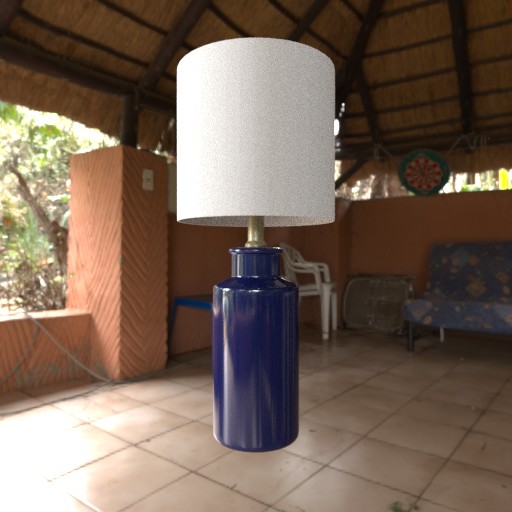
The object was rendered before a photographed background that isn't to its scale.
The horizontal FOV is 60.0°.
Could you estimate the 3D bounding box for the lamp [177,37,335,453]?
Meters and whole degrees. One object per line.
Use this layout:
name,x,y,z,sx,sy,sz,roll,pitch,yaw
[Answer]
lamp,0.000,0.000,0.605,0.212,0.493,0.212,0,0,37
